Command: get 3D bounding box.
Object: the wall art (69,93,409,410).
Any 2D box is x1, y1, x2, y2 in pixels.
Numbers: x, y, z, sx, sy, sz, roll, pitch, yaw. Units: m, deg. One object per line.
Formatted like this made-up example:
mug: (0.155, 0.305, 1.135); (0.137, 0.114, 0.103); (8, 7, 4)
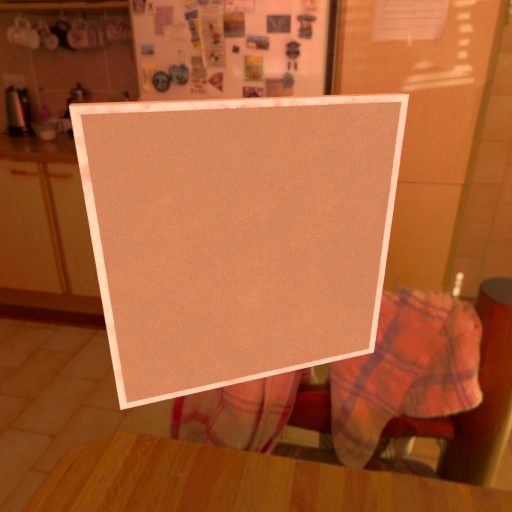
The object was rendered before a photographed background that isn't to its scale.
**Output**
wall art: (0.000, 0.000, 1.126); (0.760, 0.757, 0.038); (-8, 26, -17)
